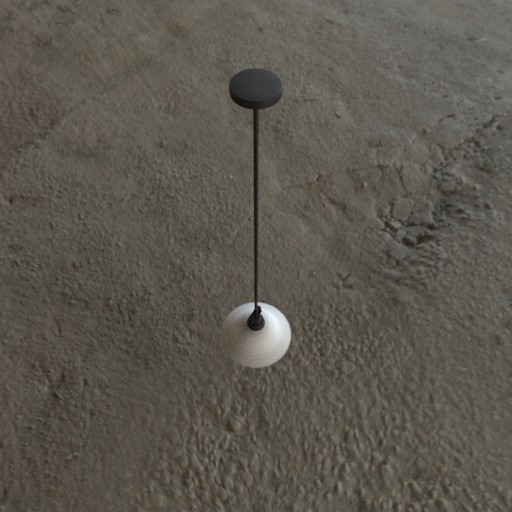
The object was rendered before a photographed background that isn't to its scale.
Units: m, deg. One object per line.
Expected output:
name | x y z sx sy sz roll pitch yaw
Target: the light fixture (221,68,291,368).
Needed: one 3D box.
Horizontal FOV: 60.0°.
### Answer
light fixture | 0.000 0.000 1.496 0.324 1.337 0.324 31 62 18
